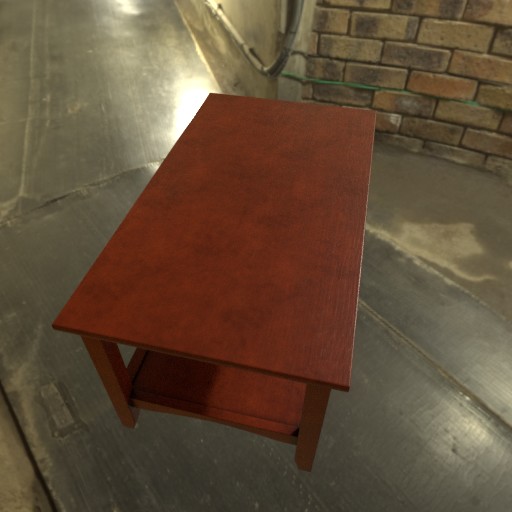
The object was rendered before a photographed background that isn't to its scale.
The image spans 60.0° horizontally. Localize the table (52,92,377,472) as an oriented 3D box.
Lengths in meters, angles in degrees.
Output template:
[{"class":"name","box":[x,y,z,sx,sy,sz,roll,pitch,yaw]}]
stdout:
[{"class":"table","box":[0.000,0.000,1.233,0.533,0.456,0.943,10,46,9]}]
